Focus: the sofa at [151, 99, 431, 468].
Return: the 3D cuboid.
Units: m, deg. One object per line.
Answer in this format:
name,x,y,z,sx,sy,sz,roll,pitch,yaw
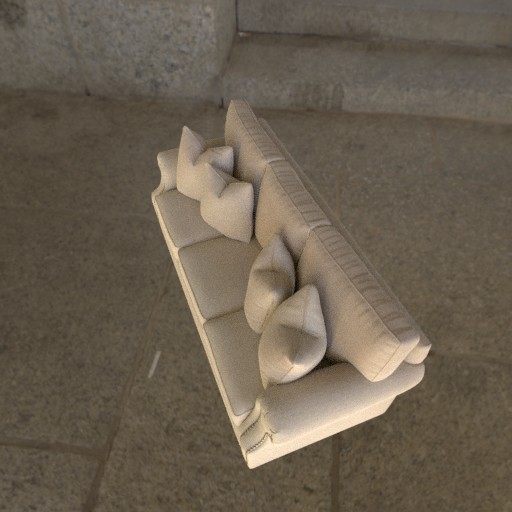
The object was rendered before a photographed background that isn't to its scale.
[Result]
sofa,0.000,0.000,2.850,0.965,0.975,2.312,-17,51,-14
